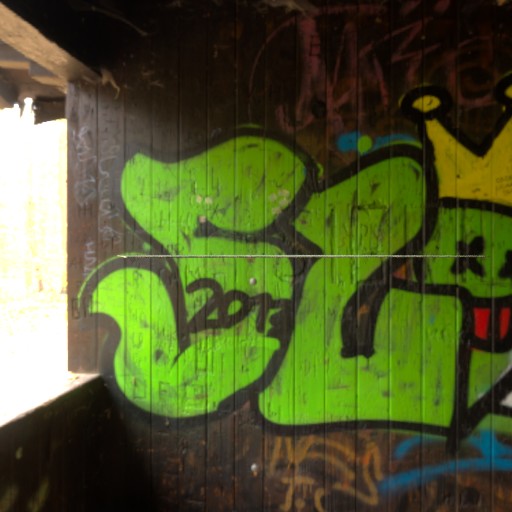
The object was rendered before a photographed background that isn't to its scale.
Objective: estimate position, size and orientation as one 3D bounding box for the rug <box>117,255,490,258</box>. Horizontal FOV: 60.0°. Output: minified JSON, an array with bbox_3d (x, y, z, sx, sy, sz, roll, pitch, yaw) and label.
[{"bbox_3d":[0.000,0.000,4.156,2.436,0.007,3.045,0,0,-18],"label":"rug"}]
